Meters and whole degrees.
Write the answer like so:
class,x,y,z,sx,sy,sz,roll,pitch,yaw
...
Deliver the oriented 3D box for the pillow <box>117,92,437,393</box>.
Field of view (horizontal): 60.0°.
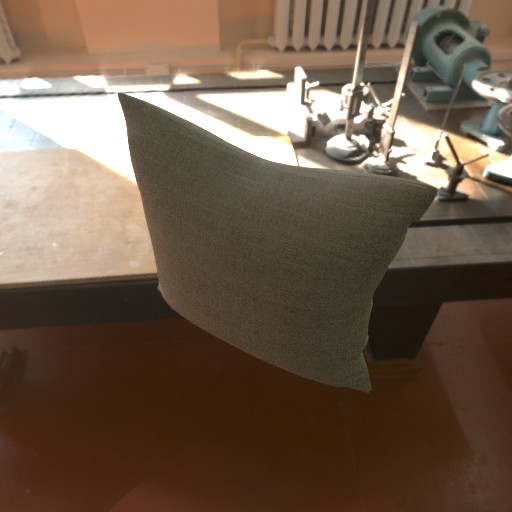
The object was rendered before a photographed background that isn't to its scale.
class,x,y,z,sx,sy,sz,roll,pitch,yaw
pillow,0.000,0.000,0.640,0.424,0.400,0.169,22,50,21
